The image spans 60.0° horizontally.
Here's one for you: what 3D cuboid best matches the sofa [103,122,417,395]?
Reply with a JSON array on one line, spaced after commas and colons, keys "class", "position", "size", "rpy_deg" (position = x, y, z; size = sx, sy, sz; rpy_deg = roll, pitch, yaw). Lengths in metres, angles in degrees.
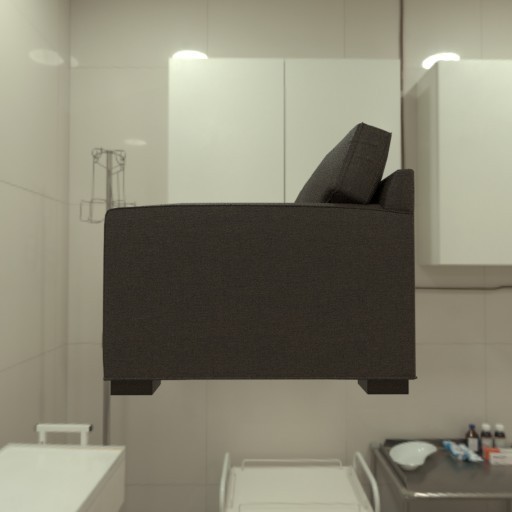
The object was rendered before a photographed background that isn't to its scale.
[{"class": "sofa", "position": [0.000, 0.000, 2.119], "size": [0.974, 0.887, 1.534], "rpy_deg": [0, -1, 0]}]
